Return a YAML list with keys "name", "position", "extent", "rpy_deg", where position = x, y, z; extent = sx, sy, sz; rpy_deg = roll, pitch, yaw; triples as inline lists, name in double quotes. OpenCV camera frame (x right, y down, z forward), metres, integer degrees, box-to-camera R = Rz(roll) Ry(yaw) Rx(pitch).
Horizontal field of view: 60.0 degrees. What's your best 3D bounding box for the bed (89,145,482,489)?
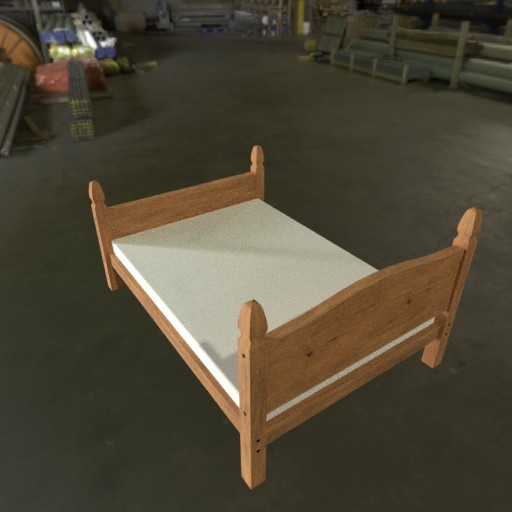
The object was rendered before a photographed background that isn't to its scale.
- name: "bed"
  position: [0.000, 0.000, 2.946]
  extent: [1.490, 1.100, 2.069]
  rpy_deg: [-20, 37, -29]
